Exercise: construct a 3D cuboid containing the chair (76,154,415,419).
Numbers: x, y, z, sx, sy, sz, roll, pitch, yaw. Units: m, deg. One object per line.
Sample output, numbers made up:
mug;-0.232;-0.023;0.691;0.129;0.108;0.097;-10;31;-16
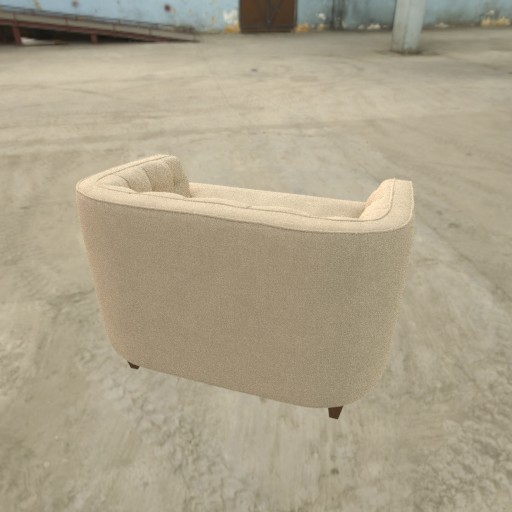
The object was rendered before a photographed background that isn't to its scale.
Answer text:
chair;0.000;0.000;1.746;1.118;0.787;0.914;9;33;15
